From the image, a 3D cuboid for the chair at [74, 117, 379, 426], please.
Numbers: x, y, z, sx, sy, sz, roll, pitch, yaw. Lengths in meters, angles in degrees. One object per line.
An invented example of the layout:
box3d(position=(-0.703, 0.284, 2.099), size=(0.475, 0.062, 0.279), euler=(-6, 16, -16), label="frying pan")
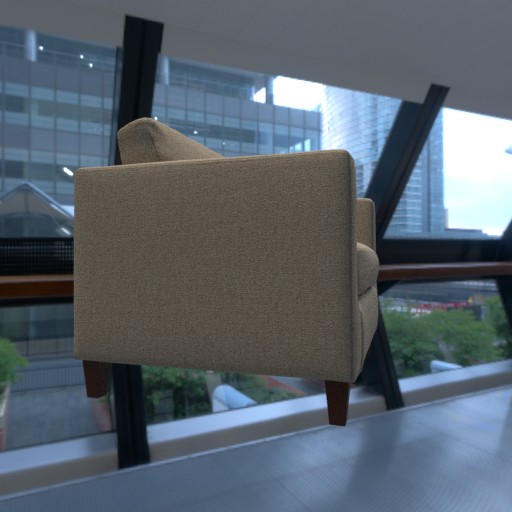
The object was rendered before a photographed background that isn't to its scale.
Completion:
box3d(position=(0.000, 0.000, 1.833), size=(0.959, 0.961, 1.107), euler=(0, -1, 18), label="chair")
